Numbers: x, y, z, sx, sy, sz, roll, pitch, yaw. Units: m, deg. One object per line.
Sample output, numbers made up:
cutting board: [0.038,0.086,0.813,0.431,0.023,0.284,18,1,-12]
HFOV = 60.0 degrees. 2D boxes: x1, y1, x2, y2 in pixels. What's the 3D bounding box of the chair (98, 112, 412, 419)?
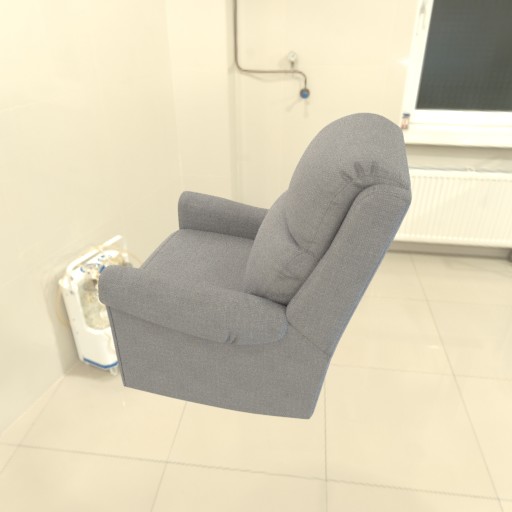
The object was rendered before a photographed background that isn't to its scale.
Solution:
chair: [0.000,0.000,1.772,1.014,1.054,0.838,7,31,12]
